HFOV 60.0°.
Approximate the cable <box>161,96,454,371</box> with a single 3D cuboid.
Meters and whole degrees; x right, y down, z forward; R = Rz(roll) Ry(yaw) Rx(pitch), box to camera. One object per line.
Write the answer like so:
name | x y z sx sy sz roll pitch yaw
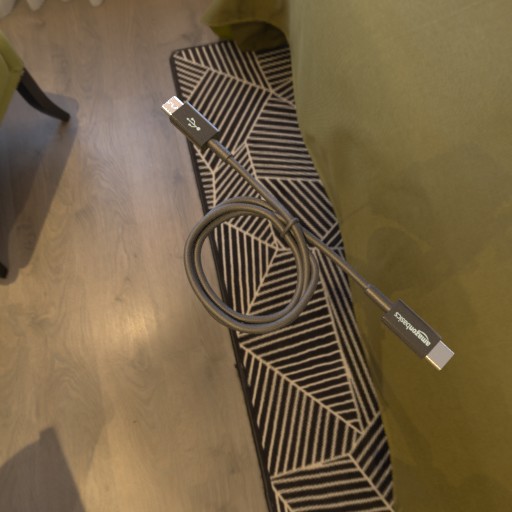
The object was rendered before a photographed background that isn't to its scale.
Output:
cable | 0.000 0.000 0.212 0.070 0.014 0.192 -43 78 -11
